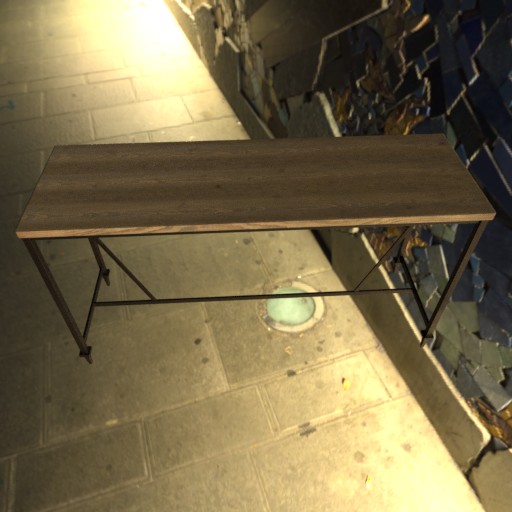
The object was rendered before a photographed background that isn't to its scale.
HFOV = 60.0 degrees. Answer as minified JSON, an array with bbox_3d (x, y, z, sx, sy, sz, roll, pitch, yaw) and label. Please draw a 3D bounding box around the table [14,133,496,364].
[{"bbox_3d":[0.000,0.000,2.066,1.700,0.902,0.551,-2,46,-2],"label":"table"}]
